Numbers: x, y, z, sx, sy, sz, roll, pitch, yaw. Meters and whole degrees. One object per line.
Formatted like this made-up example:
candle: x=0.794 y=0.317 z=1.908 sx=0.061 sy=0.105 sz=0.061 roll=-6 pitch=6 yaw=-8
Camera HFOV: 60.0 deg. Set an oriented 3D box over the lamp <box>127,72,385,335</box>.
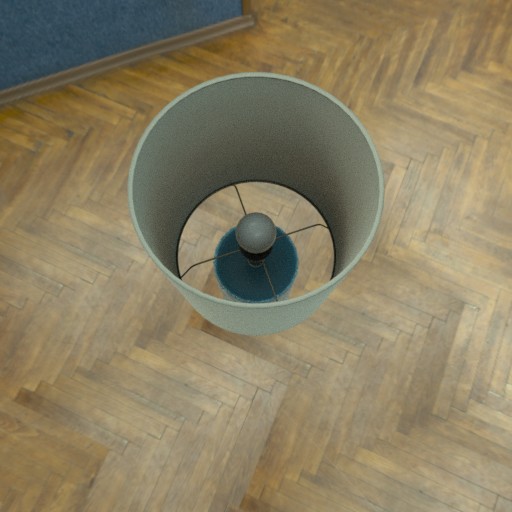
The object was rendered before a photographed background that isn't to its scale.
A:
lamp: x=0.000 y=0.000 z=0.767 sx=0.278 sy=0.597 sz=0.278 roll=-18 pitch=75 yaw=-5
